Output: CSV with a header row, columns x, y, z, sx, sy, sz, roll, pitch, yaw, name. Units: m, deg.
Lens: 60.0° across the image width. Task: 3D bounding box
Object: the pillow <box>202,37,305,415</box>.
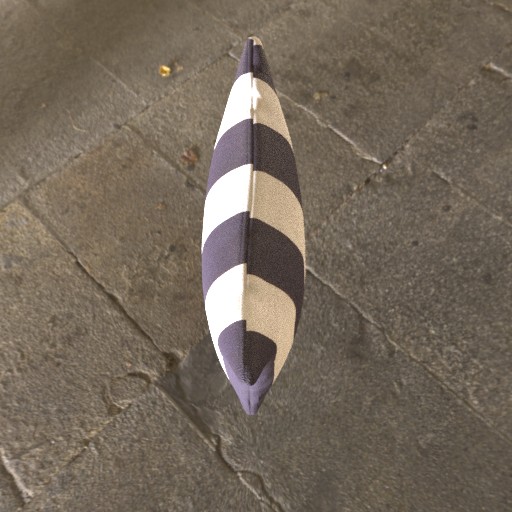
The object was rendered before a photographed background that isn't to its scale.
x,y,z,sx,sy,sz,roll,pitch,yaw,name
0.000,0.000,0.812,0.189,0.526,0.536,-1,65,0,pillow
